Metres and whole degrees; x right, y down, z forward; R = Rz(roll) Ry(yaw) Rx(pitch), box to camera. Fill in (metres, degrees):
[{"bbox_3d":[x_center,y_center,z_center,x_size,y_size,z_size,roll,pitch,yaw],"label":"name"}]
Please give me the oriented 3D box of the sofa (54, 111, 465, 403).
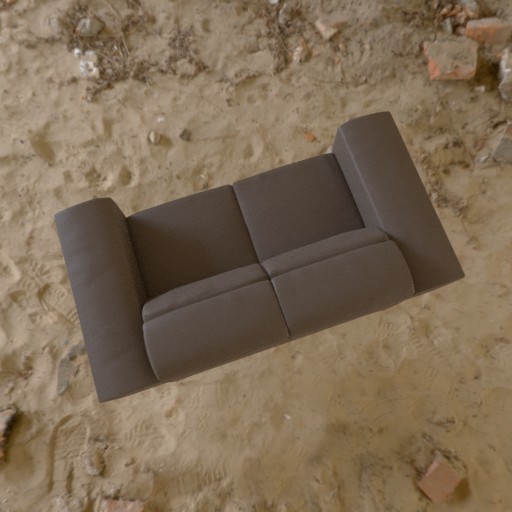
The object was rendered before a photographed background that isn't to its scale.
[{"bbox_3d":[0.000,0.000,2.458,1.895,0.779,1.003,-18,77,-4],"label":"sofa"}]
